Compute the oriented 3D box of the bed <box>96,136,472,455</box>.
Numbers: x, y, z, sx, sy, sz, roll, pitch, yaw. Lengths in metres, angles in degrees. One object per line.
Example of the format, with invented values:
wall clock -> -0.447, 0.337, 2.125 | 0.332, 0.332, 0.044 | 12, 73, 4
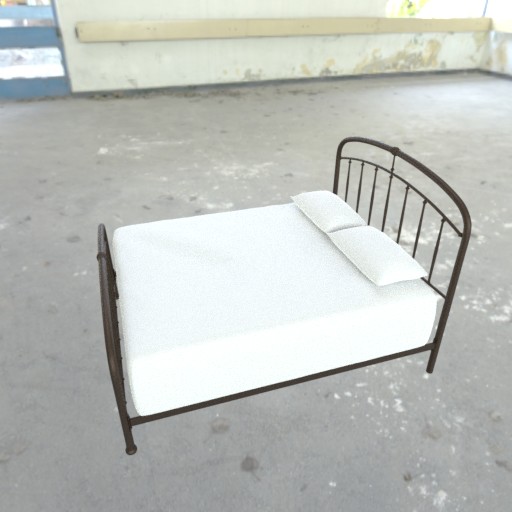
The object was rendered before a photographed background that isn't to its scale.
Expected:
bed -> 0.000, 0.000, 3.258 | 2.180, 1.425, 1.711 | -9, 32, -16
